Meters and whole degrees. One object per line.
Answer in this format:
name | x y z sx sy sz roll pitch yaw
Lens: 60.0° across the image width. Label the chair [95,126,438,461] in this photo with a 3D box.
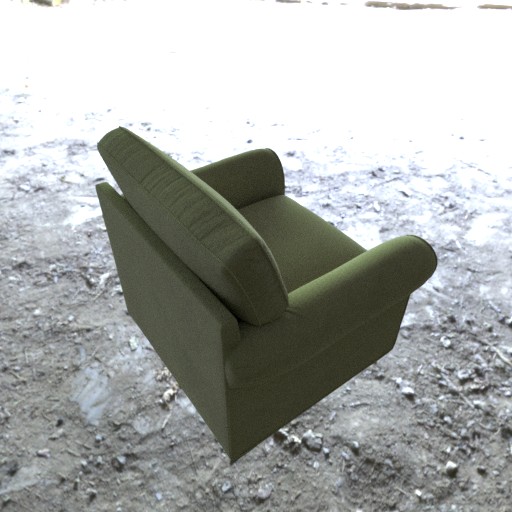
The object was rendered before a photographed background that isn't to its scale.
chair | 0.000 0.000 1.898 0.939 1.044 1.147 -25 45 -27
